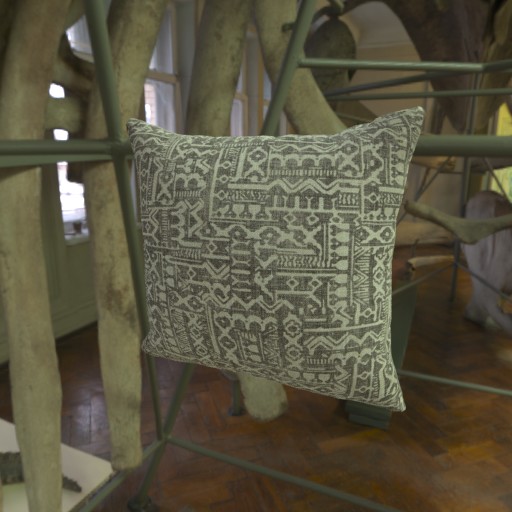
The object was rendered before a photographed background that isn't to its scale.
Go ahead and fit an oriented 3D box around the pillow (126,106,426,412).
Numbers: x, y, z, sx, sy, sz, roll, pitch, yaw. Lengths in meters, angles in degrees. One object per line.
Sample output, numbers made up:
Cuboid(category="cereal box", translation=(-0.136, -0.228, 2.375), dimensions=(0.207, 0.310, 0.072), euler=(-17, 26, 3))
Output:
Cuboid(category="pillow", translation=(0.000, 0.000, 0.789), dimensions=(0.546, 0.487, 0.180), euler=(7, 15, 25))
